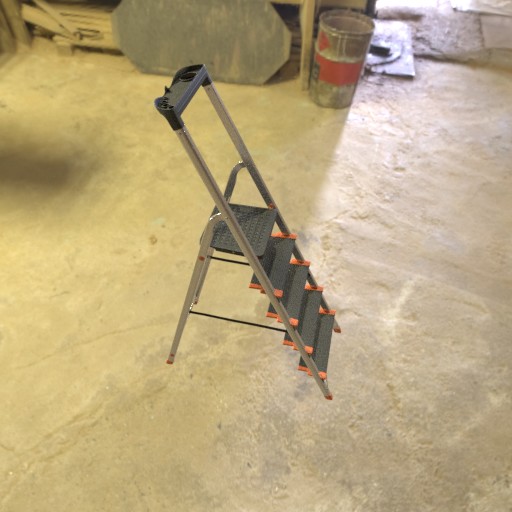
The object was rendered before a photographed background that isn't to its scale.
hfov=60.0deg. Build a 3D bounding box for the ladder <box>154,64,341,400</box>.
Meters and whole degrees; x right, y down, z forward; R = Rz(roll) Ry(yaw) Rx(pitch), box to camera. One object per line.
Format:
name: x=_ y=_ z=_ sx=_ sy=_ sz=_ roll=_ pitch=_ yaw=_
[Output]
ladder: x=0.000 y=0.000 z=2.114 sx=0.995 sy=1.646 sz=0.480 roll=10 pitch=48 yaw=9
